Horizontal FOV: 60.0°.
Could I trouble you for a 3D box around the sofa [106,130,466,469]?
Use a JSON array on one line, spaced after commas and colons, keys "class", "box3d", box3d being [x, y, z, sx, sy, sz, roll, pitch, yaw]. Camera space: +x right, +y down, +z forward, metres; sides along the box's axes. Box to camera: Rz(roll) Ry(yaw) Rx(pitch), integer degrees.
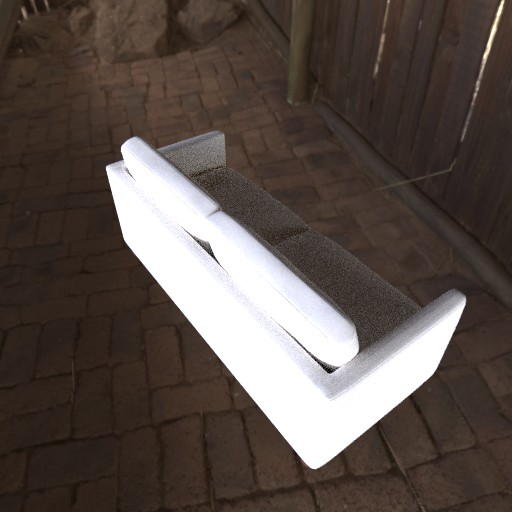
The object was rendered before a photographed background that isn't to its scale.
[{"class": "sofa", "box3d": [0.000, 0.000, 2.641, 0.924, 0.933, 2.139, -26, 48, -26]}]
